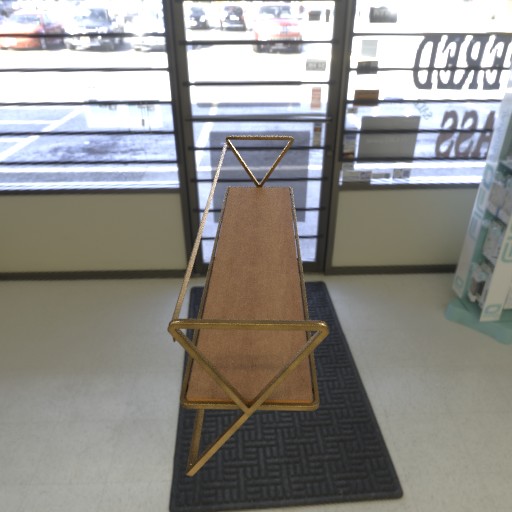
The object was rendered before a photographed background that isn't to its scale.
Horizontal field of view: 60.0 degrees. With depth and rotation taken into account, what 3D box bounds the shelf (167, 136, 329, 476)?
[{"bbox_3d":[0.000,0.000,0.740,0.150,0.229,0.645,1,30,1],"label":"shelf"}]
